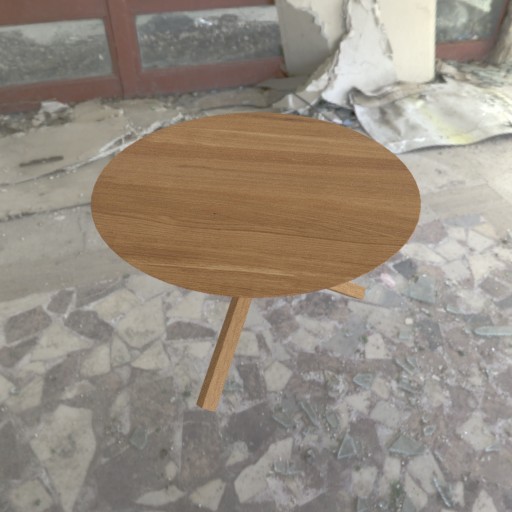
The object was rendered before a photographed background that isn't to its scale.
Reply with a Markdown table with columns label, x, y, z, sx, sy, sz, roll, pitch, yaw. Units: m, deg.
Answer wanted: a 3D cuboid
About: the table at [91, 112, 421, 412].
| label | x | y | z | sx | sy | sz | roll | pitch | yaw |
| --- | --- | --- | --- | --- | --- | --- | --- | --- | --- |
| table | 0.000 | 0.000 | 1.665 | 1.038 | 0.666 | 1.038 | 0 | 42 | 0 |
